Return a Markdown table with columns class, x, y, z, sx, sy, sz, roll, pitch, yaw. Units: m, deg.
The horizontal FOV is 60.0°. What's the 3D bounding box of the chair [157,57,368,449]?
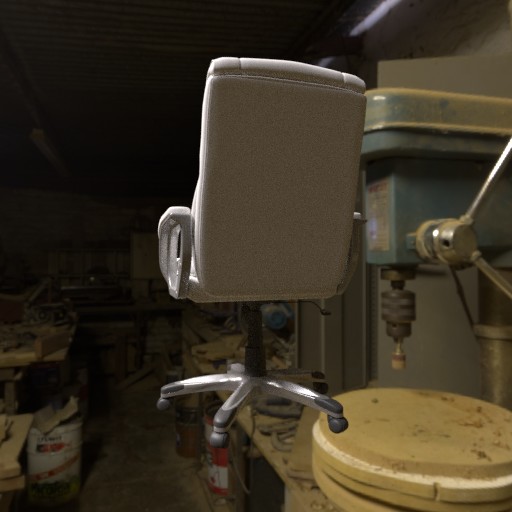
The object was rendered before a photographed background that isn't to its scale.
| class | x | y | z | sx | sy | sz | roll | pitch | yaw |
| --- | --- | --- | --- | --- | --- | --- | --- | --- | --- |
| chair | 0.000 | 0.000 | 1.604 | 0.687 | 1.120 | 0.738 | 0 | 0 | -18 |
